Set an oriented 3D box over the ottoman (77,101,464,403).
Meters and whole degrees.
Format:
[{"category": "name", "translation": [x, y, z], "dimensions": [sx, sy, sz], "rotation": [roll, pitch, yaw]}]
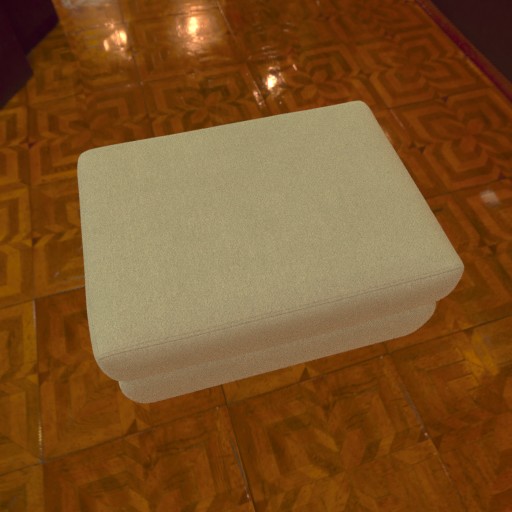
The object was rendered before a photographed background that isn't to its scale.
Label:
[{"category": "ottoman", "translation": [0.000, 0.000, 1.152], "dimensions": [0.773, 0.499, 0.569], "rotation": [-13, 58, -8]}]
